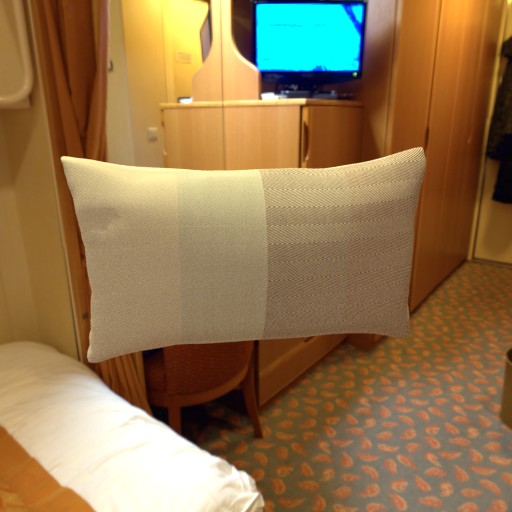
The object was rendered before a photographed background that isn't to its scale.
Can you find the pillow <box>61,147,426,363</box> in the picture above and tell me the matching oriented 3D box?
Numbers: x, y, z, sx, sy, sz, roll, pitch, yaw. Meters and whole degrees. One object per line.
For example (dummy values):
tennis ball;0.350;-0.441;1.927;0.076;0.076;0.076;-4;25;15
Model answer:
pillow;0.000;0.000;0.649;0.506;0.305;0.139;-3;18;-8
